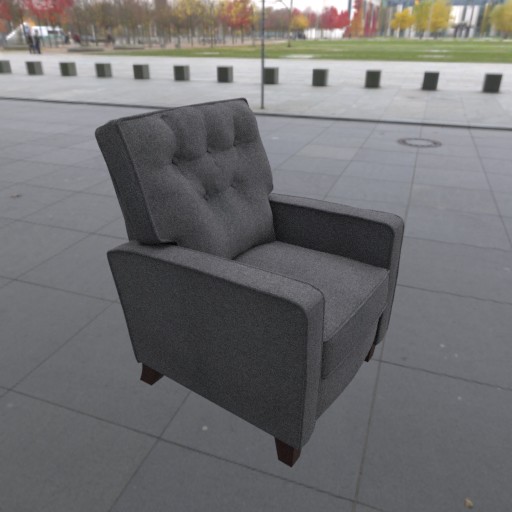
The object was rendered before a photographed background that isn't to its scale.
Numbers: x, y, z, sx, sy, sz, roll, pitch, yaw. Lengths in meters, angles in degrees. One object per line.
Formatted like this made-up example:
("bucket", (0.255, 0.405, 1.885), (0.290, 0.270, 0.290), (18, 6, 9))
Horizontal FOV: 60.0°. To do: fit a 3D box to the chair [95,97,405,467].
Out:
("chair", (0.000, 0.000, 1.413), (0.775, 0.889, 0.650), (18, 32, 31))
